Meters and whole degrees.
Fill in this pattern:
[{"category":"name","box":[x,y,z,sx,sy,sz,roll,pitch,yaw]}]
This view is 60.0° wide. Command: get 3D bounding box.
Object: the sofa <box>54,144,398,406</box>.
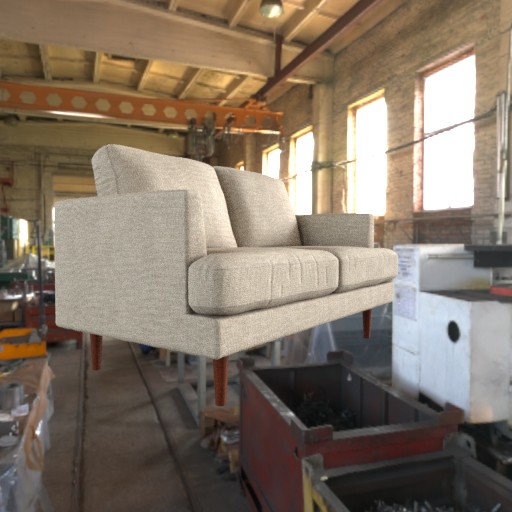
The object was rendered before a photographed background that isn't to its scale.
[{"category":"sofa","box":[0.000,0.000,2.149,0.903,0.944,1.582,1,2,36]}]
